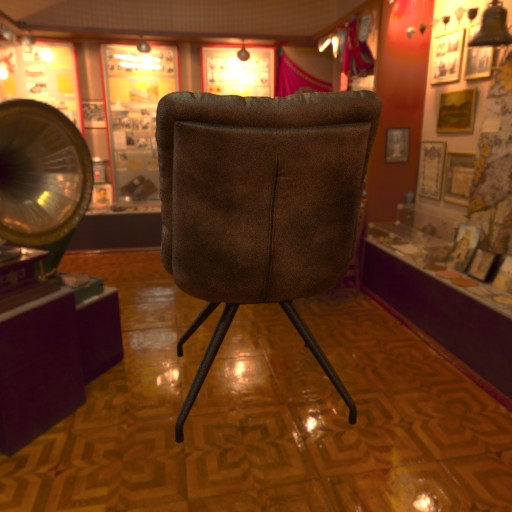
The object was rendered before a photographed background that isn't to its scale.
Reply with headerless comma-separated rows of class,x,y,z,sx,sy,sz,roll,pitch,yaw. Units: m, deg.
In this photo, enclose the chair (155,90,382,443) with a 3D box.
chair,0.000,0.000,1.295,0.549,0.870,0.622,-2,16,-9
